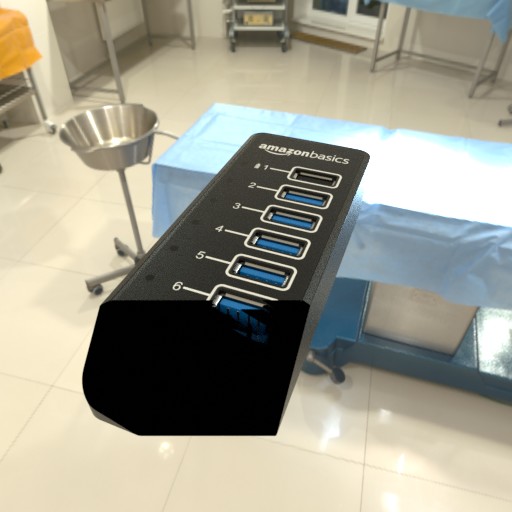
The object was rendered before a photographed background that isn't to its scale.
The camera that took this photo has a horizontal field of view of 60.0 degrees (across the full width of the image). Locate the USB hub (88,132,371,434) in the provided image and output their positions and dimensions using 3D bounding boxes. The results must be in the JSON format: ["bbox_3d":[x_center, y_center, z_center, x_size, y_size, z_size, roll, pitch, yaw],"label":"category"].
[{"bbox_3d":[0.000,0.000,0.129,0.044,0.023,0.110,15,43,16],"label":"USB hub"}]
